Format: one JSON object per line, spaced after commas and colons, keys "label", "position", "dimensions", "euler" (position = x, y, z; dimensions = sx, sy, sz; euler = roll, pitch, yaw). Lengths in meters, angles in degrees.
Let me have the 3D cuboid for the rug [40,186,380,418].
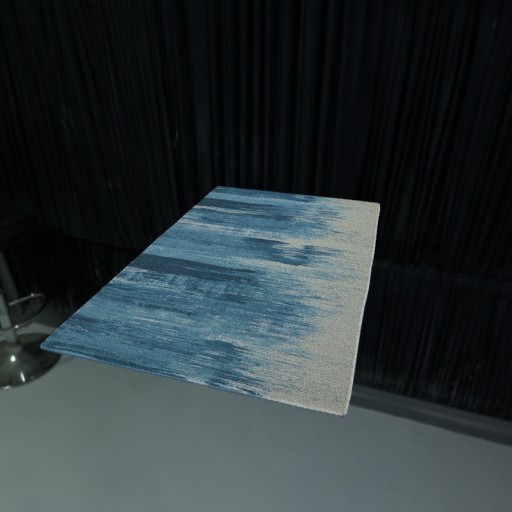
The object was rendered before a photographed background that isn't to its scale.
{"label": "rug", "position": [0.000, 0.000, 3.033], "dimensions": [1.540, 0.027, 2.450], "euler": [8, 30, 15]}
